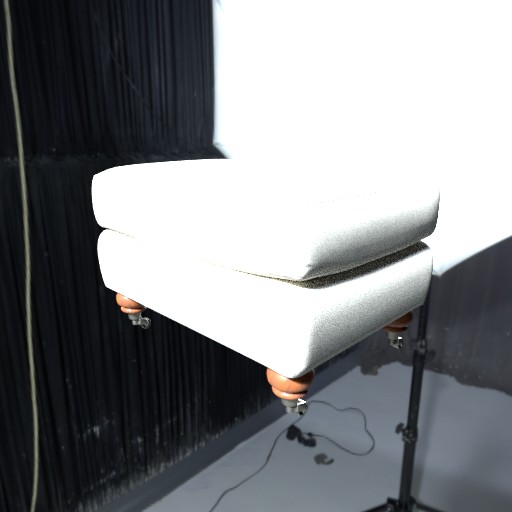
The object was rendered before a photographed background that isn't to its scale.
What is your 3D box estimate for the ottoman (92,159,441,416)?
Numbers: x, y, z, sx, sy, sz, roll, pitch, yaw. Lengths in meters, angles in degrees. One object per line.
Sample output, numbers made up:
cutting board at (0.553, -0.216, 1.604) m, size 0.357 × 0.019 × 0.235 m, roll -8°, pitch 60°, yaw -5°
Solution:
ottoman at (0.000, 0.000, 1.200) m, size 0.773 × 0.499 × 0.569 m, roll 15°, pitch 22°, yaw 43°
